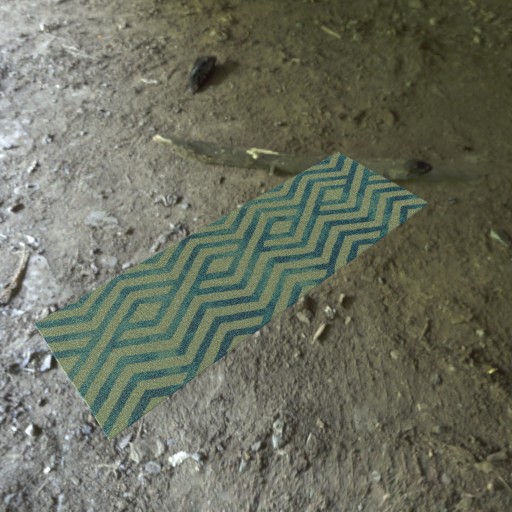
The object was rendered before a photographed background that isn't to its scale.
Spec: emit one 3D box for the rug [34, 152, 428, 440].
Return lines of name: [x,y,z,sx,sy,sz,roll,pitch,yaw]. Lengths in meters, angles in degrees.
rug: [0.000,0.000,1.655,1.492,0.007,0.503,-33,55,-27]
